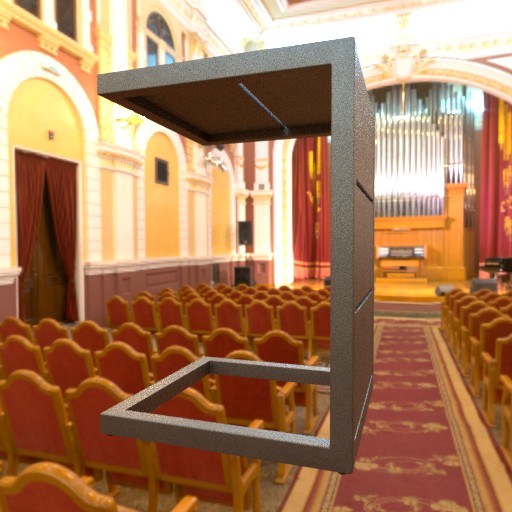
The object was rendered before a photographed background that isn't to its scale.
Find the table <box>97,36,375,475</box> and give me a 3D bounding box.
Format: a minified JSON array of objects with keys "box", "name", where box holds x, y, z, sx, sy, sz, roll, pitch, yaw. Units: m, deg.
[{"box":[0.000,0.000,0.865,0.420,0.609,0.405,1,2,19],"name":"table"}]
